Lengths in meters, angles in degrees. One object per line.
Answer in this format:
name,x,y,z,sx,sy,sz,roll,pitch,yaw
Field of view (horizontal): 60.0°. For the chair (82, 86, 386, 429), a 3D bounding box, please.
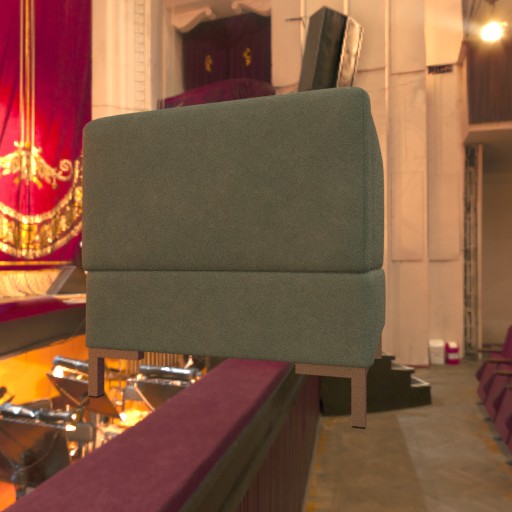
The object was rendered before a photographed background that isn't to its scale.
chair,0.000,0.000,1.239,0.680,0.660,0.680,0,-1,18
